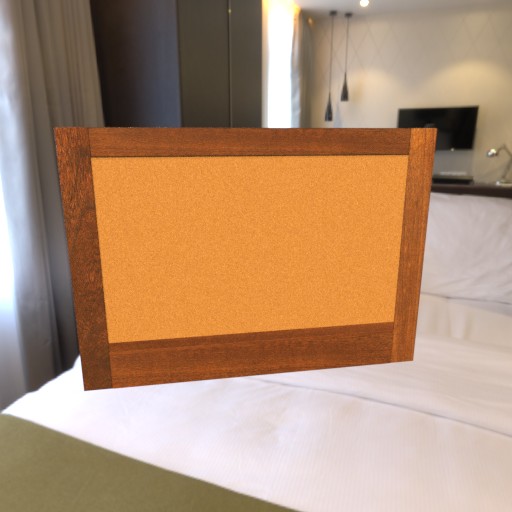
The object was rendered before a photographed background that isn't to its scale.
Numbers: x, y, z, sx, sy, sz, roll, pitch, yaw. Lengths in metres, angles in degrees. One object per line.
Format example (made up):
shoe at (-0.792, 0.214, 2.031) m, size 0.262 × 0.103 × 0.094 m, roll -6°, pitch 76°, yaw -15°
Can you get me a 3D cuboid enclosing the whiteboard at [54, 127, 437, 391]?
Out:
whiteboard at (0.000, 0.000, 1.007) m, size 0.783 × 0.559 × 0.083 m, roll -3°, pitch 16°, yaw -10°
